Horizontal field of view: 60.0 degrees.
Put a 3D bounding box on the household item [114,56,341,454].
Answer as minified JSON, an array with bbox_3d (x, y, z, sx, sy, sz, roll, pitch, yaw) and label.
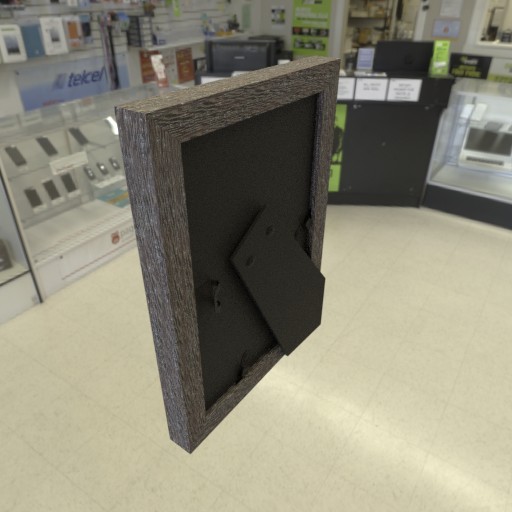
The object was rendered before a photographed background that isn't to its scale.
[{"bbox_3d":[0.000,0.000,0.237,0.020,0.180,0.133,22,39,30],"label":"household item"}]
